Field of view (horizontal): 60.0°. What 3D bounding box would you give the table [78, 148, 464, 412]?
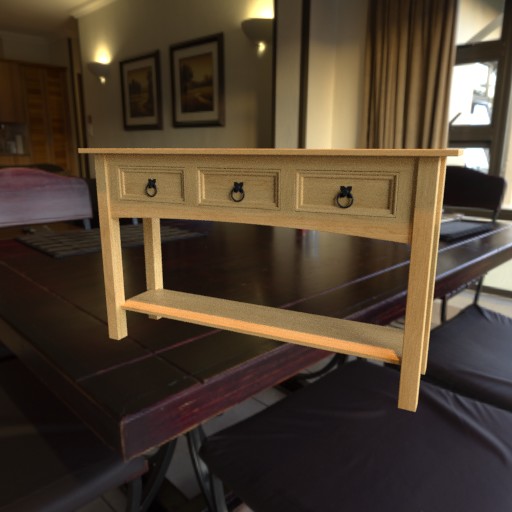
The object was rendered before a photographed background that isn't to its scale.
[{"bbox_3d":[0.000,0.000,1.550,1.240,0.730,0.350,7,15,25],"label":"table"}]
